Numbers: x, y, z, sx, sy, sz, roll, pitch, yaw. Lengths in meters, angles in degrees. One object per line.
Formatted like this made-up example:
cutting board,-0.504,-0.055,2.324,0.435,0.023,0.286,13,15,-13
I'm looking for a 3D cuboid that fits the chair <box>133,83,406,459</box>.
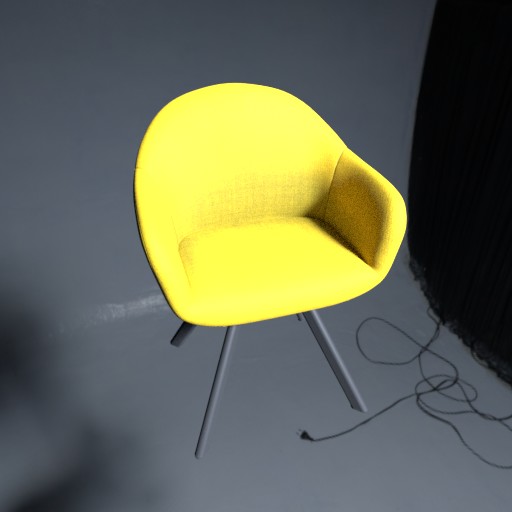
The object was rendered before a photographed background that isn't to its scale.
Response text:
chair,0.000,0.000,1.192,0.590,0.795,0.550,-10,33,-15
